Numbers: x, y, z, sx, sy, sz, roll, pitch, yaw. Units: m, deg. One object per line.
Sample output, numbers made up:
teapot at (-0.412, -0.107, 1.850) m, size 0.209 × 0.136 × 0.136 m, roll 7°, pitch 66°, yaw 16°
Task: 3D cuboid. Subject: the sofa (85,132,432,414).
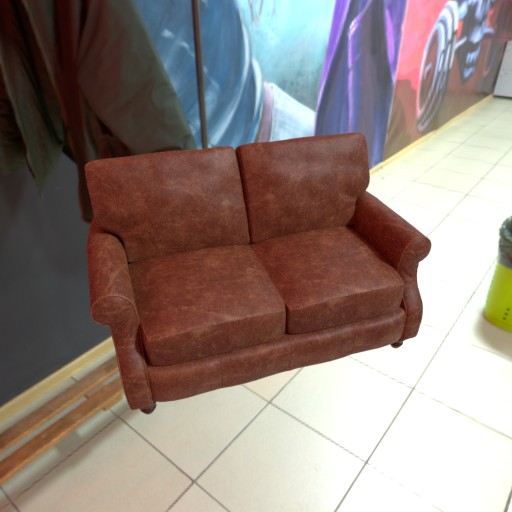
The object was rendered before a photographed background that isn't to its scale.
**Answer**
sofa at (0.000, 0.000, 2.274) m, size 1.616 × 0.967 × 0.990 m, roll -10°, pitch 34°, yaw -16°
